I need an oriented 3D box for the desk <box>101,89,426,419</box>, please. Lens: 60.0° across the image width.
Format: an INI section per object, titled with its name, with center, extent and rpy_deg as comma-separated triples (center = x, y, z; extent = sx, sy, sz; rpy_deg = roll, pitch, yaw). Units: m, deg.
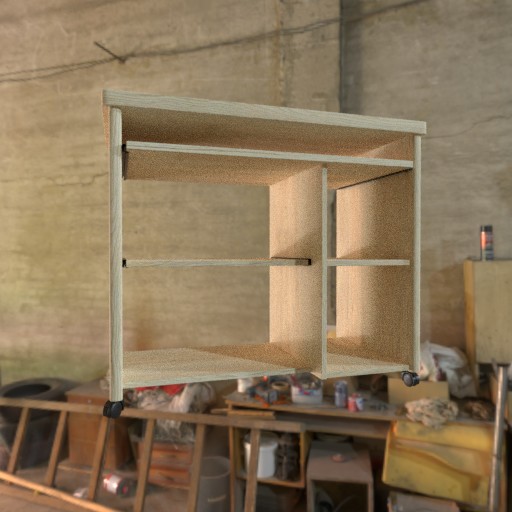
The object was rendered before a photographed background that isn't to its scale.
[desk]
center = 0.000, 0.000, 1.369
extent = 0.885, 0.770, 0.480
rpy_deg = 0, 1, -17
